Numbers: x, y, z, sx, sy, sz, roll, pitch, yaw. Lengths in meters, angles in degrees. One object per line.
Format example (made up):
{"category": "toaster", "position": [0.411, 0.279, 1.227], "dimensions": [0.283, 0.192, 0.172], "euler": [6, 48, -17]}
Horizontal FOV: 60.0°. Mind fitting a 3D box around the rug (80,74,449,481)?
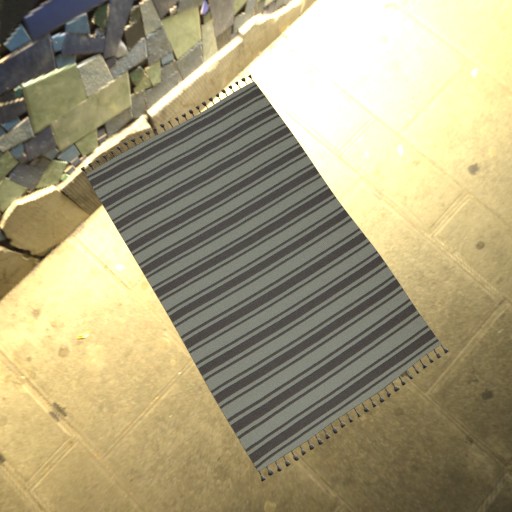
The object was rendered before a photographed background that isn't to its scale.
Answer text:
{"category": "rug", "position": [0.000, 0.000, 2.574], "dimensions": [1.229, 0.011, 2.096], "euler": [-31, 78, -7]}
